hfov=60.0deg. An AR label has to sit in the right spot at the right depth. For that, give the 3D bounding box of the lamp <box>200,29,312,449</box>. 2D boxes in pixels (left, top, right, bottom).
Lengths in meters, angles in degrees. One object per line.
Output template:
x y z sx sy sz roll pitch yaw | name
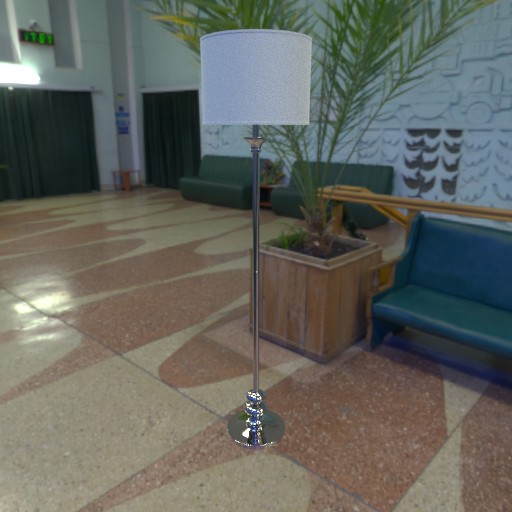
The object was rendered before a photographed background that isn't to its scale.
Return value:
0.000 0.000 1.619 0.356 1.487 0.356 15 22 42 | lamp
